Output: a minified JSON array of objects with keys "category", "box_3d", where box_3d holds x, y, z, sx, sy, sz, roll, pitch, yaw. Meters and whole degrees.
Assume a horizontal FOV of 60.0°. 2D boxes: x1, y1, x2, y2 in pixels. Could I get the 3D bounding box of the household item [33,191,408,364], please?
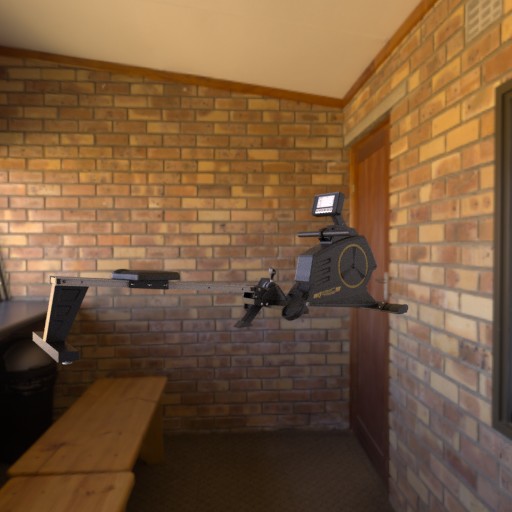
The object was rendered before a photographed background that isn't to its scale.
[{"category":"household item","box_3d":[0.000,0.000,2.559,2.251,0.810,0.521,-1,1,-36]}]
